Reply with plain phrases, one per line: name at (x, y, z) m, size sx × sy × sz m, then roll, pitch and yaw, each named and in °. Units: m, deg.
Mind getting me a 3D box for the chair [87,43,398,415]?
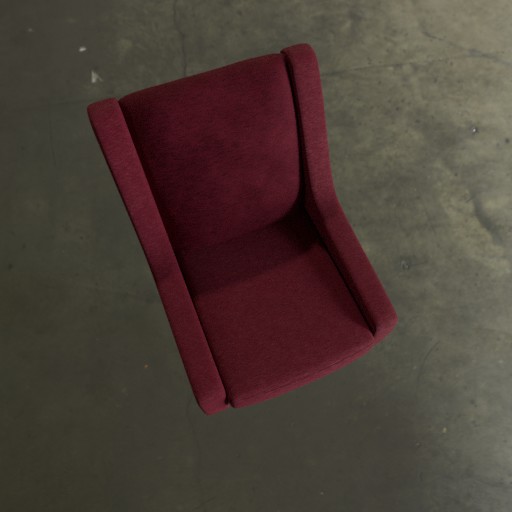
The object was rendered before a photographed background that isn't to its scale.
chair at (0.000, 0.000, 1.713) m, size 0.793 × 1.017 × 0.985 m, roll -20°, pitch 65°, yaw -10°
